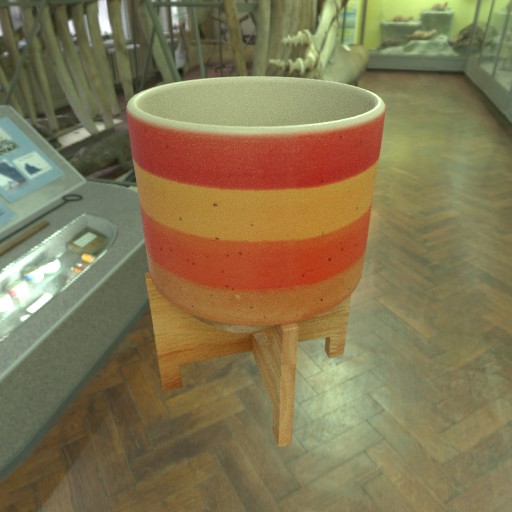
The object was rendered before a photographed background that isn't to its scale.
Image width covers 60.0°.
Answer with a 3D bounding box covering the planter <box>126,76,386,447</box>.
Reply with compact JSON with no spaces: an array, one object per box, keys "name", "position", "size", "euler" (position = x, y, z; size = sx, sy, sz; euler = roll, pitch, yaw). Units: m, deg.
[{"name":"planter","position":[0.000,0.000,0.547],"size":[0.269,0.379,0.269],"euler":[0,31,0]}]
